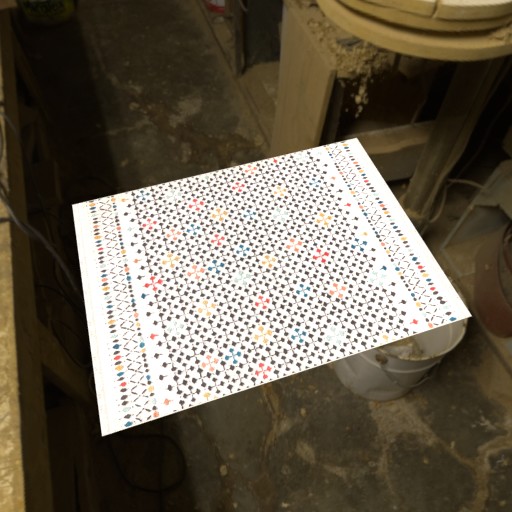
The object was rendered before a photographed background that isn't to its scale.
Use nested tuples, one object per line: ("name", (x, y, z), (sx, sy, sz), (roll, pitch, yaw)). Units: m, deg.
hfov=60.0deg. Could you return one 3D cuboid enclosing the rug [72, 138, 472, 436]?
("rug", (0.000, 0.000, 4.209), (3.196, 0.007, 2.354), (-15, 58, -10))
